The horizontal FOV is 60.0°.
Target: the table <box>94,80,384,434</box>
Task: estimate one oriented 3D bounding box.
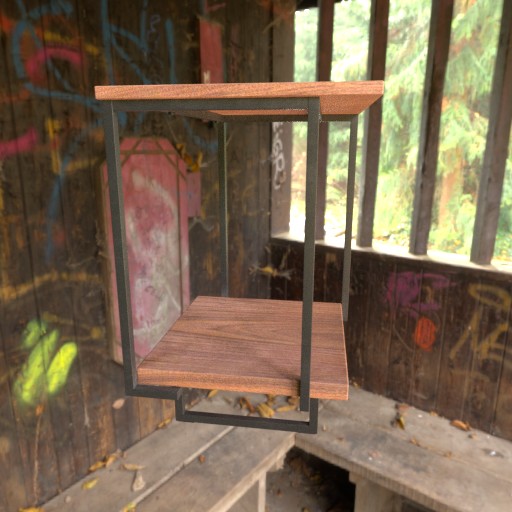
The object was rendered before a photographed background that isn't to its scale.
[{"bbox_3d":[0.000,0.000,0.843,0.384,0.567,0.411,2,15,8],"label":"table"}]
